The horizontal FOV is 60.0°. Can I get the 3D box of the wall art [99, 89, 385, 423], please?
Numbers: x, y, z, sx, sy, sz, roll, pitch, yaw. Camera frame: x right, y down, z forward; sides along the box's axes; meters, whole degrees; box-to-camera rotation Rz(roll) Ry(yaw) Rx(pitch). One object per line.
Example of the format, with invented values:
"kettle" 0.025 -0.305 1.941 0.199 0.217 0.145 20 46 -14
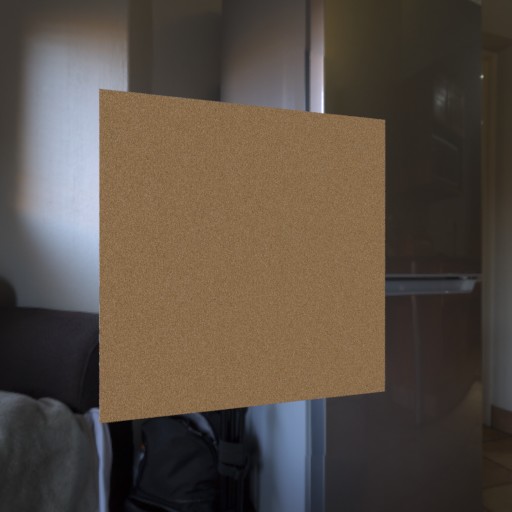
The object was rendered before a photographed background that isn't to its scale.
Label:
"wall art" 0.000 0.000 0.605 0.404 0.406 0.010 0 0 -18
